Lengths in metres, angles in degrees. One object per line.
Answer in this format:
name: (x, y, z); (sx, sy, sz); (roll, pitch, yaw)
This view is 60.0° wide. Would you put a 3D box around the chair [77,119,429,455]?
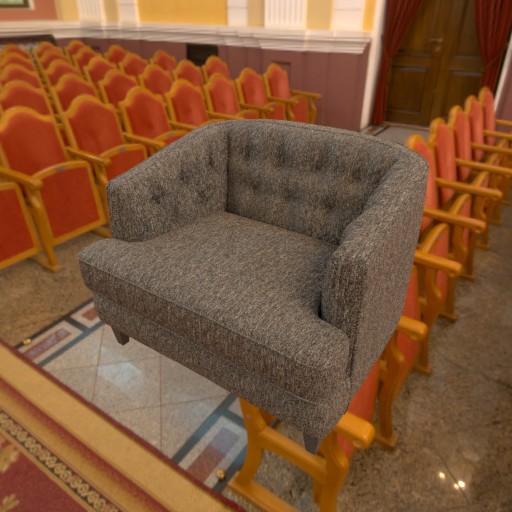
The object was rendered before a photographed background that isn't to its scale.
chair: (0.000, 0.000, 1.764); (1.104, 0.852, 0.941); (19, 35, 30)
